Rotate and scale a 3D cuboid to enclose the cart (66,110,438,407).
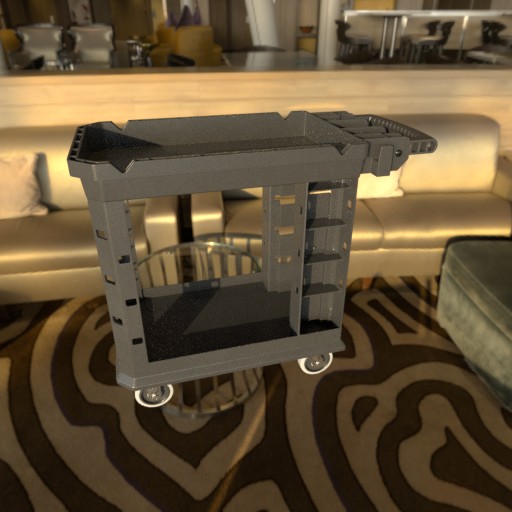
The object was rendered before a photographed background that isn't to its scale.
[{"bbox_3d":[0.000,0.000,1.570,1.061,0.884,0.497,-8,30,-14],"label":"cart"}]
